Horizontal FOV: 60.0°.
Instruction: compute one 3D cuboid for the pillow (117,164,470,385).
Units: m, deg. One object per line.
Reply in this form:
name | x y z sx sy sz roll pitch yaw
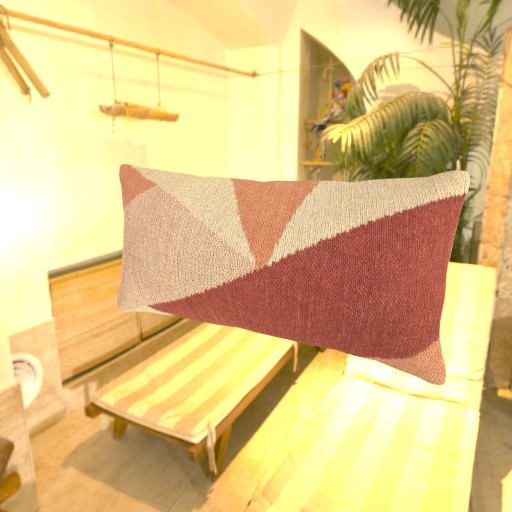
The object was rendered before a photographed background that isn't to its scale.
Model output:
pillow | 0.000 0.000 0.729 0.609 0.292 0.155 7 16 26
